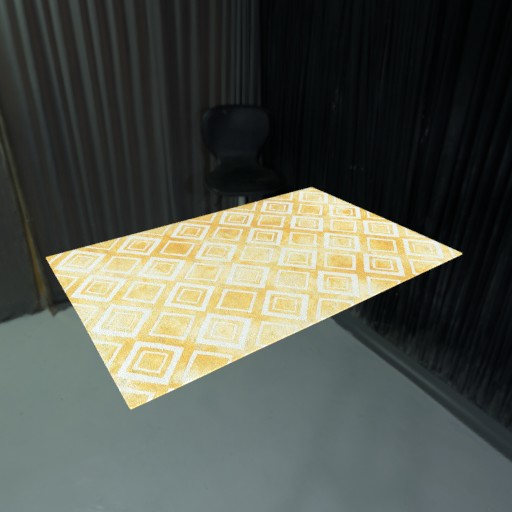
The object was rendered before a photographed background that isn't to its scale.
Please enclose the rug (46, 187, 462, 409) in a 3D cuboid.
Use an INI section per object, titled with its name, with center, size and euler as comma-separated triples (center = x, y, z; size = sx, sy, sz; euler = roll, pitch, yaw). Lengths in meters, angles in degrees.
[rug]
center = 0.000, 0.000, 2.320
size = 1.829, 0.010, 1.213
euler = -19, 34, -30
